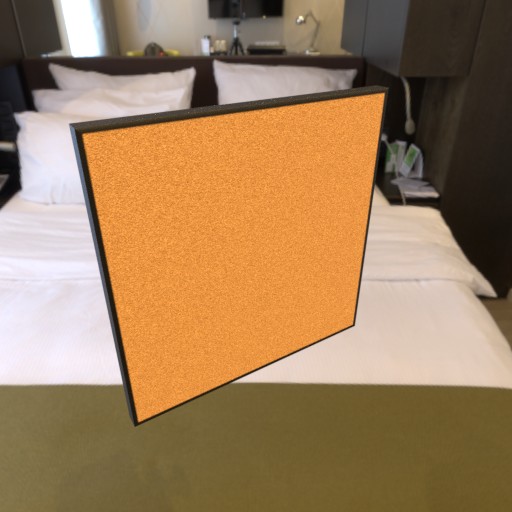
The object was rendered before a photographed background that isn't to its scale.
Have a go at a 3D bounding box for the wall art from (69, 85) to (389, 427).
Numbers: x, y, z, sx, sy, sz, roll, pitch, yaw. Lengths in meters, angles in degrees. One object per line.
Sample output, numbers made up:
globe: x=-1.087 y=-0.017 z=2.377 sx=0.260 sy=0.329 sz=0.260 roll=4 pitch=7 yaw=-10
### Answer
wall art: x=0.000 y=0.000 z=1.150 sx=0.769 sy=0.766 sz=0.042 roll=-18 pitch=34 yaw=-28
